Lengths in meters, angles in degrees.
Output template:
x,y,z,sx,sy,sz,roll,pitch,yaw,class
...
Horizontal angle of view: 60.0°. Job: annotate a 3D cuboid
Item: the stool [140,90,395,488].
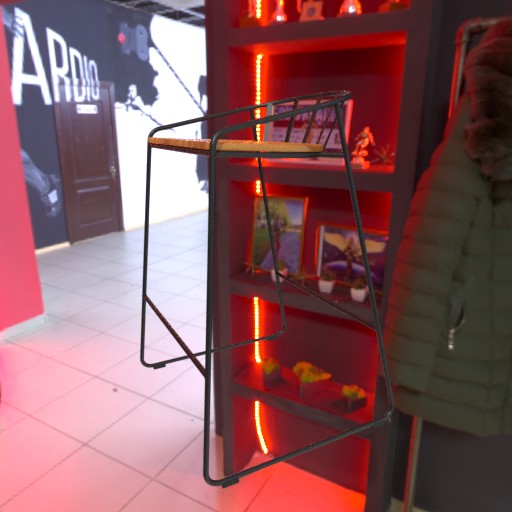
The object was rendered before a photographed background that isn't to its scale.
x,y,z,sx,sy,sz,roll,pitch,yaw,class
0.000,0.000,1.142,0.521,0.812,0.546,-8,18,-27,stool
